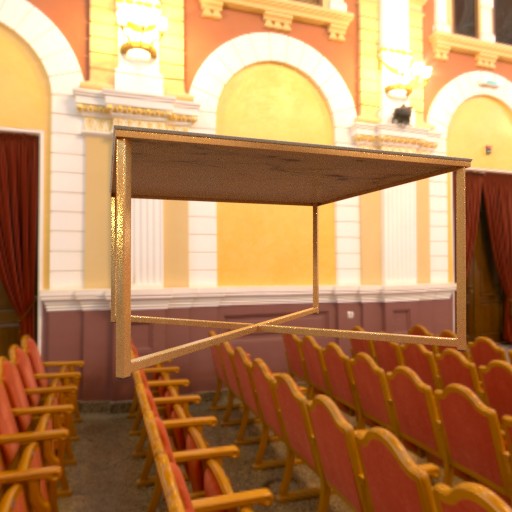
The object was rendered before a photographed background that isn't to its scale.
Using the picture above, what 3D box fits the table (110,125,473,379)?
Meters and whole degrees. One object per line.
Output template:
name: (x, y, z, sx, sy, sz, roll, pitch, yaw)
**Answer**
table: (0.000, 0.000, 1.284, 0.800, 0.450, 0.800, 0, -1, -19)
